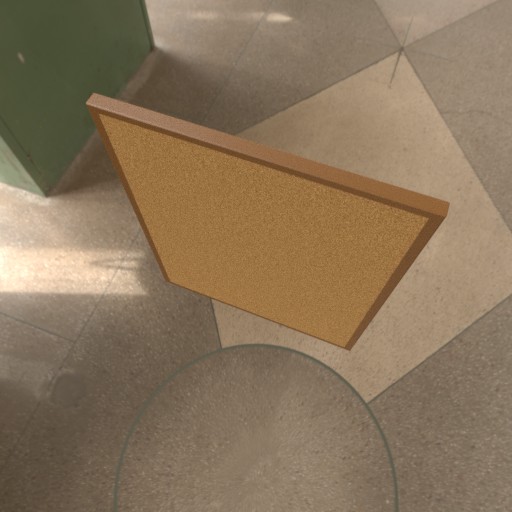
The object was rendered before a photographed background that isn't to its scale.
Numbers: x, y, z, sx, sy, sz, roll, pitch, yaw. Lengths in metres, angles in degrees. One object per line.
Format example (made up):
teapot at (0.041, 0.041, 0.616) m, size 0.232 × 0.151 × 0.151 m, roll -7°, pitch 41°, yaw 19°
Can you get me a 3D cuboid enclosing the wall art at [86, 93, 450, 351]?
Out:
wall art at (0.000, 0.000, 0.762) m, size 0.449 × 0.550 × 0.021 m, roll 20°, pitch 65°, yaw 10°
